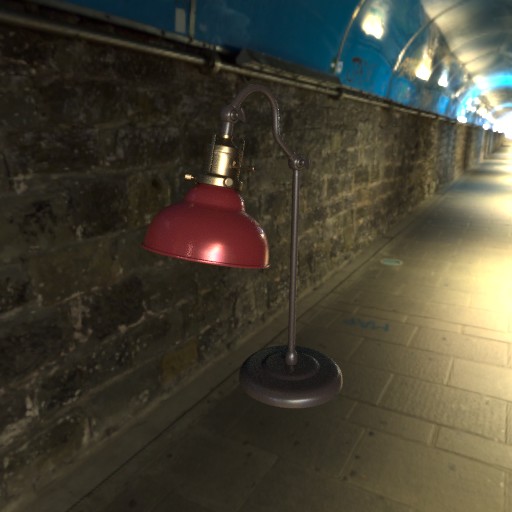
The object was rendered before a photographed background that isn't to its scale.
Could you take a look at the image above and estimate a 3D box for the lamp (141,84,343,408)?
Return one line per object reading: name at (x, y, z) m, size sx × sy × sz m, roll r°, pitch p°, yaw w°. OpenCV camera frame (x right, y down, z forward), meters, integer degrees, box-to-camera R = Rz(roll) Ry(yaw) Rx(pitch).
lamp at (0.000, 0.000, 0.699) m, size 0.192 × 0.508 × 0.374 m, roll 15°, pitch 22°, yaw 43°
